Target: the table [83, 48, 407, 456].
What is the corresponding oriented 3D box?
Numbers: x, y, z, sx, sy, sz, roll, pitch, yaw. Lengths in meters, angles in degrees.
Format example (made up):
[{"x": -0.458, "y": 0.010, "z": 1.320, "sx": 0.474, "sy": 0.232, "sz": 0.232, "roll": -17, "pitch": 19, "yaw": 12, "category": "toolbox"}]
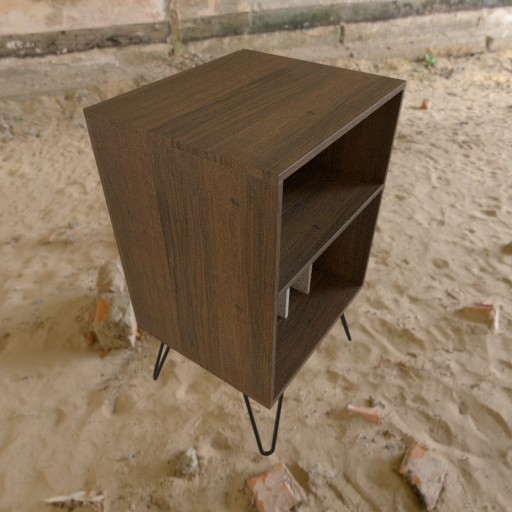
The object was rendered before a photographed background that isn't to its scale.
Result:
[{"x": 0.000, "y": 0.000, "z": 1.188, "sx": 0.457, "sy": 0.866, "sz": 0.526, "roll": 24, "pitch": 45, "yaw": 27, "category": "table"}]
